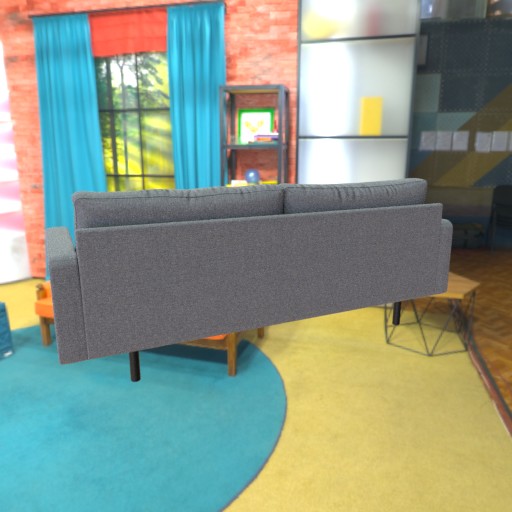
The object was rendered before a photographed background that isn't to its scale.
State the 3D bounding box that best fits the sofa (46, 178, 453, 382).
[{"bbox_3d":[0.000,0.000,2.598,2.200,0.880,0.880,-6,15,-25],"label":"sofa"}]
